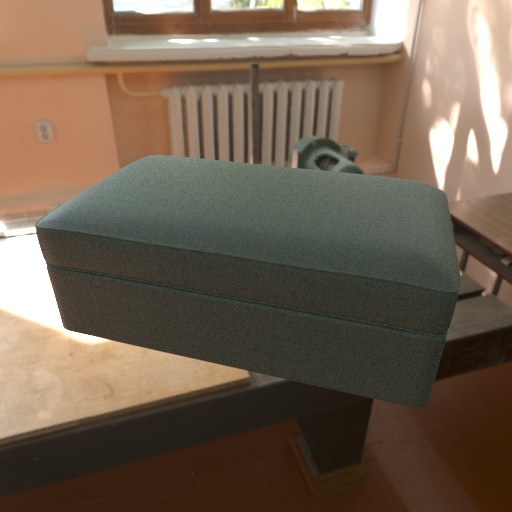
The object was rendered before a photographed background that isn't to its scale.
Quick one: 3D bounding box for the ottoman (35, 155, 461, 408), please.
[{"bbox_3d":[0.000,0.000,1.506,1.173,0.494,0.681,9,31,15],"label":"ottoman"}]
